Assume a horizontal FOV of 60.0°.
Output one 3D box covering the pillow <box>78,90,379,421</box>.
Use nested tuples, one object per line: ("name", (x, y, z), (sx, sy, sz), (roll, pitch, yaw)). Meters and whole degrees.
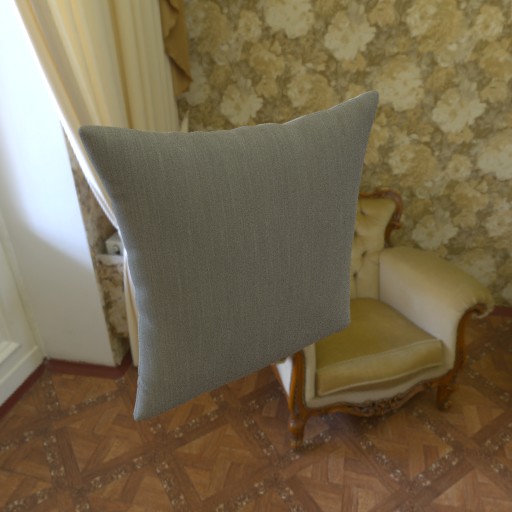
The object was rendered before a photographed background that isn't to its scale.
("pillow", (0.000, 0.000, 0.775), (0.511, 0.509, 0.161), (-18, 33, -29))
